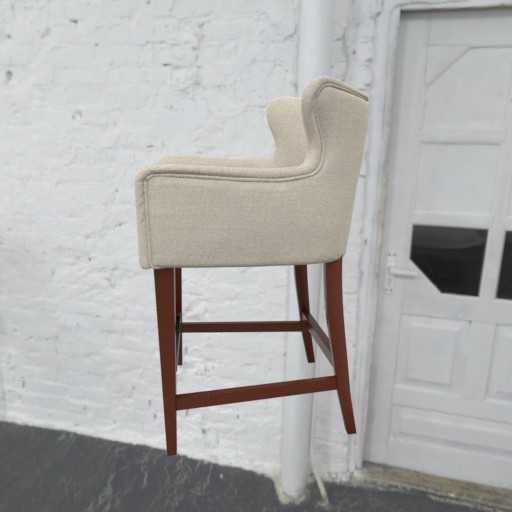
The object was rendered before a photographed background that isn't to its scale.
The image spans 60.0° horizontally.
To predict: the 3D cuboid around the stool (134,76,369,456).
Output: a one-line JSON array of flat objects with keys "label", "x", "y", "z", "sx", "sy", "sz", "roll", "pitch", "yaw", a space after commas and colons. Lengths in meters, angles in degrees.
[{"label": "stool", "x": 0.000, "y": 0.000, "z": 1.385, "sx": 0.637, "sy": 0.987, "sz": 0.615, "roll": -2, "pitch": 15, "yaw": -7}]
